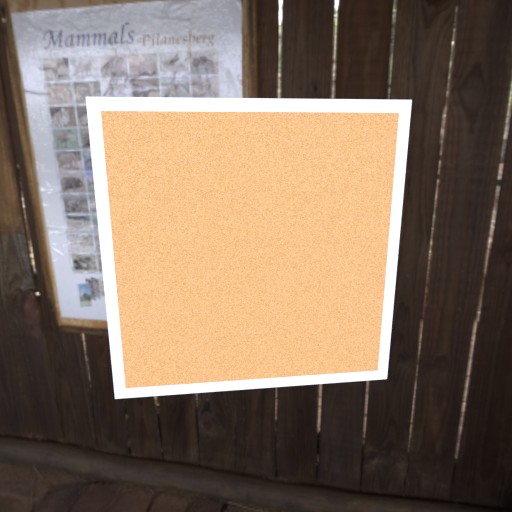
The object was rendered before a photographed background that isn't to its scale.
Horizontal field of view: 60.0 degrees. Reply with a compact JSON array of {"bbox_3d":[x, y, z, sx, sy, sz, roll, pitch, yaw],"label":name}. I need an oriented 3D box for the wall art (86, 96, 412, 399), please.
[{"bbox_3d":[0.000,0.000,0.832,0.558,0.559,0.009,-2,16,-7],"label":"wall art"}]
